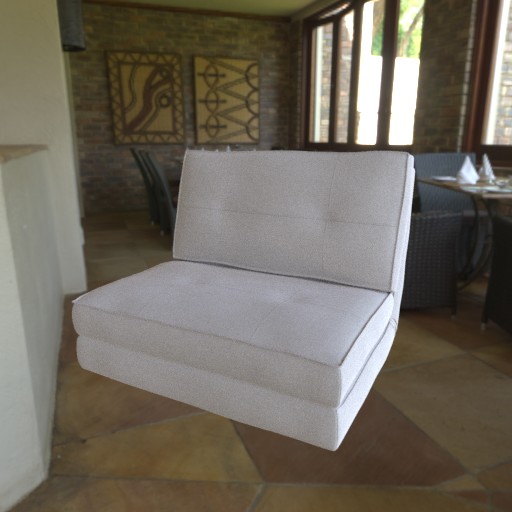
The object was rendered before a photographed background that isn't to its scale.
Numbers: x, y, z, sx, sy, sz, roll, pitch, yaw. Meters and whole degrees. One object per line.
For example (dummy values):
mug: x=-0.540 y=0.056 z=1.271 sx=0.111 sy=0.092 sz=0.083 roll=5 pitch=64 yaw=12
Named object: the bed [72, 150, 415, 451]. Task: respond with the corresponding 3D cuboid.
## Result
bed: x=0.000 y=0.000 z=1.331 sx=0.799 sy=0.614 sz=0.749 roll=8 pitch=17 yaw=27
